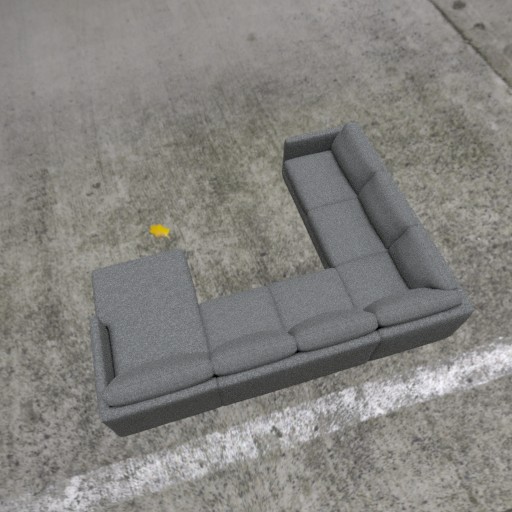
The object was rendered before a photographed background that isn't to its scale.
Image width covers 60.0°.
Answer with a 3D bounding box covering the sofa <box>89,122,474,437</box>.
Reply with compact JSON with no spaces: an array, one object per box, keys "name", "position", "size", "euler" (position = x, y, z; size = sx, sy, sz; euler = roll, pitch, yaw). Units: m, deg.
[{"name":"sofa","position":[0.000,0.000,4.443],"size":[3.238,0.853,2.551],"euler":[-14,58,-9]}]
